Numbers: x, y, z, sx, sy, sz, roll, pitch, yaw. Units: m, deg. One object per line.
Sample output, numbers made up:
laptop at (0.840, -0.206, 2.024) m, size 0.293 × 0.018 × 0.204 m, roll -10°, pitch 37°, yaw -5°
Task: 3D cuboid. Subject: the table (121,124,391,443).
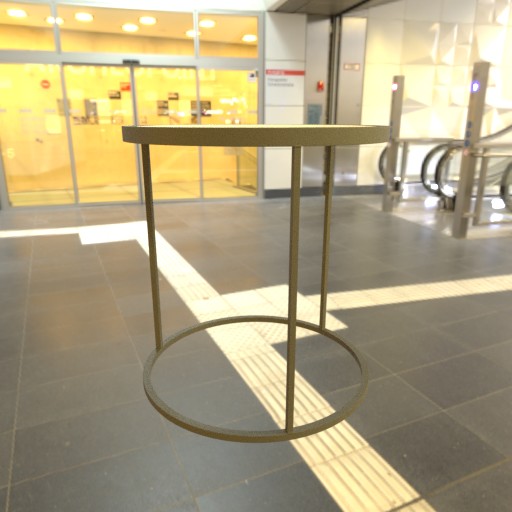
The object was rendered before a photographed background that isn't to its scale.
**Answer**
table at (0.000, 0.000, 0.878) m, size 0.470 × 0.498 × 0.470 m, roll 0°, pitch 17°, yaw 0°
